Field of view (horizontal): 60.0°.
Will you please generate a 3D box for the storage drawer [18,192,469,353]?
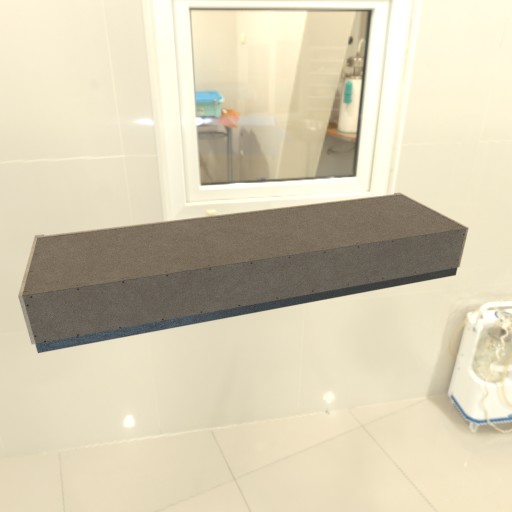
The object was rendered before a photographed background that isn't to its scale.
[{"bbox_3d":[0.000,0.000,2.262,2.072,0.274,0.591,-8,28,-16],"label":"storage drawer"}]
